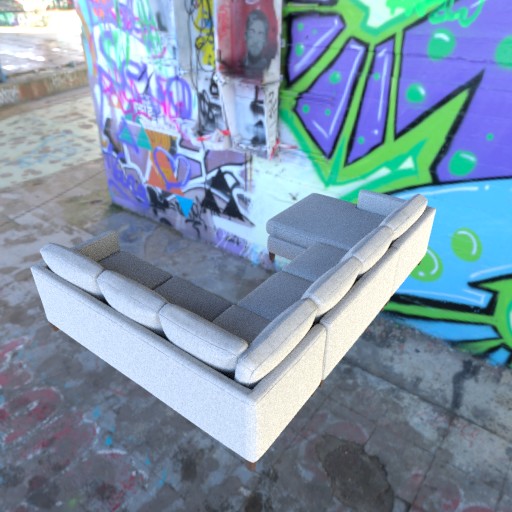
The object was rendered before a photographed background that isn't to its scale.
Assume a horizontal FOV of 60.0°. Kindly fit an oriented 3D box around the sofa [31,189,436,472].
[{"bbox_3d":[0.000,0.000,4.638,2.593,0.959,3.460,22,38,31],"label":"sofa"}]
